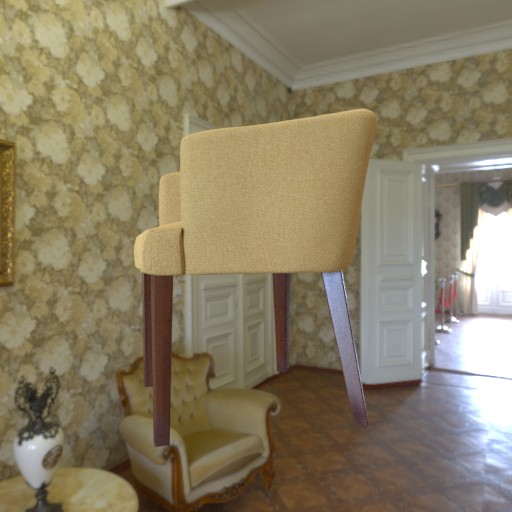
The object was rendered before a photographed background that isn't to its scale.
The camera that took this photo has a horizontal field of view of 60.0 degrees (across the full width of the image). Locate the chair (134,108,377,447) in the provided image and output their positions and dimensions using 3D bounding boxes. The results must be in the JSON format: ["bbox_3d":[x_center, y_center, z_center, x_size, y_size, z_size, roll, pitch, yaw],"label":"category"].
[{"bbox_3d":[0.000,0.000,1.256,0.655,0.811,0.583,0,0,-17],"label":"chair"}]
